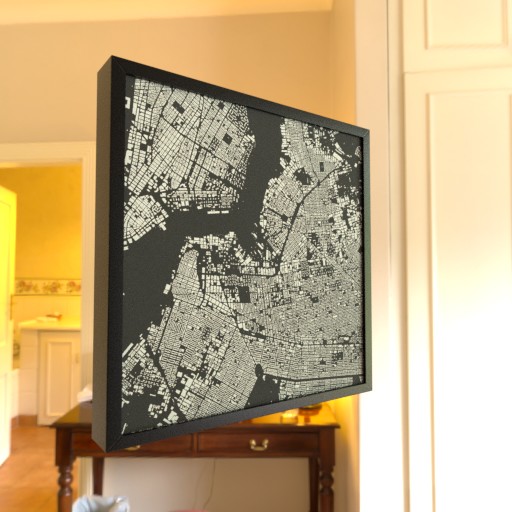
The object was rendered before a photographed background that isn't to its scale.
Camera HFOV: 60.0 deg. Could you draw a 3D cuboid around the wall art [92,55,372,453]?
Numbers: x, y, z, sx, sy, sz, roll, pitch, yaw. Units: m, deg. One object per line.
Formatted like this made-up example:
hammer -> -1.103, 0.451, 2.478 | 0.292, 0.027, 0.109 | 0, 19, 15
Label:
wall art -> 0.000, 0.000, 0.435 | 0.299, 0.299, 0.037 | 2, -3, -36
